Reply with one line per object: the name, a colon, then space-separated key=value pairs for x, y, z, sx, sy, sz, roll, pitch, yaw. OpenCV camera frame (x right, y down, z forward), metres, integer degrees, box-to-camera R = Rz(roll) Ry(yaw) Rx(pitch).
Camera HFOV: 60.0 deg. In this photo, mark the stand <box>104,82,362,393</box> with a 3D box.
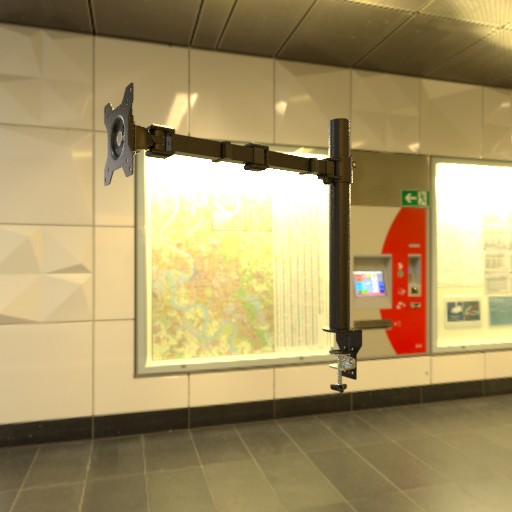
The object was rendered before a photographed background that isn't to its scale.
stand: x=0.000 y=0.000 z=0.723 sx=0.456 sy=0.510 sz=0.115 roll=0 pitch=0 yaw=-36
